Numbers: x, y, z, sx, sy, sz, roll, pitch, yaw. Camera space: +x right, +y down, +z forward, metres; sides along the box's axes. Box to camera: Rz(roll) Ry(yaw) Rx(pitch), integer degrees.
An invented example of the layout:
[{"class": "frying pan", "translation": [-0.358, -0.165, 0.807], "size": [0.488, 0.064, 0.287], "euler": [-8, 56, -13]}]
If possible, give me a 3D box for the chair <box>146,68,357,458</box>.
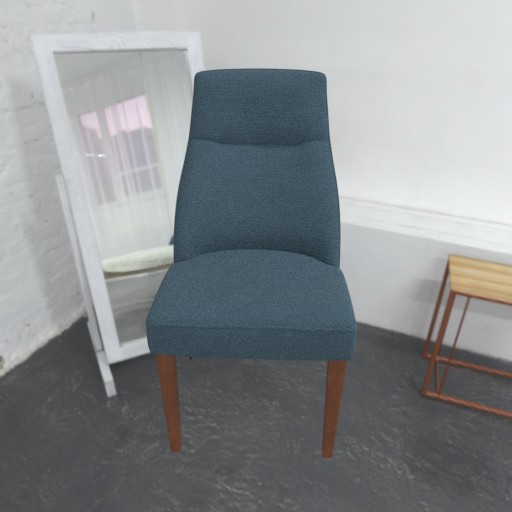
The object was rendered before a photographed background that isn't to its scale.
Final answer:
[{"class": "chair", "translation": [0.000, 0.000, 1.270], "size": [0.500, 0.930, 0.620], "euler": [1, 30, 2]}]
